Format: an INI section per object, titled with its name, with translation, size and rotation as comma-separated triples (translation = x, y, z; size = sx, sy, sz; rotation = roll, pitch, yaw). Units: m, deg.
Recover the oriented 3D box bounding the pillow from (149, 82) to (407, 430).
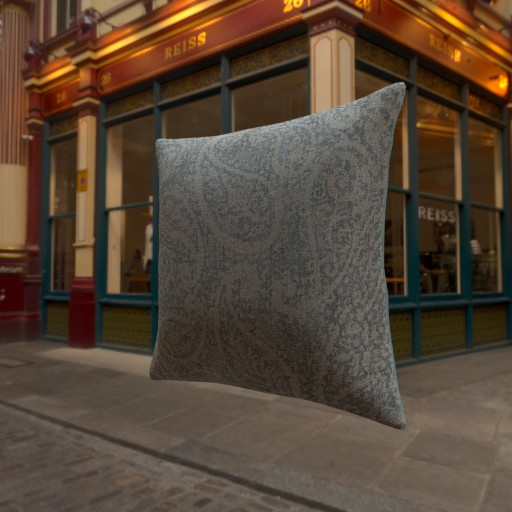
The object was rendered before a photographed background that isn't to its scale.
[pillow]
translation = 0.000, 0.000, 0.791
size = 0.526, 0.507, 0.166
rotation = -1, -2, 34
